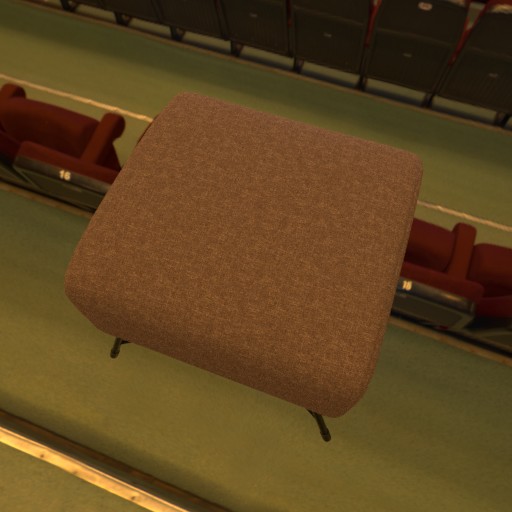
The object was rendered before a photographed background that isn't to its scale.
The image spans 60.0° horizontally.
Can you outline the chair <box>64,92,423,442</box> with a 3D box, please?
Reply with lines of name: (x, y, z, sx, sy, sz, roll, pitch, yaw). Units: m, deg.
chair: (0.000, 0.000, 0.913, 0.530, 0.410, 0.530, 18, 64, 9)
